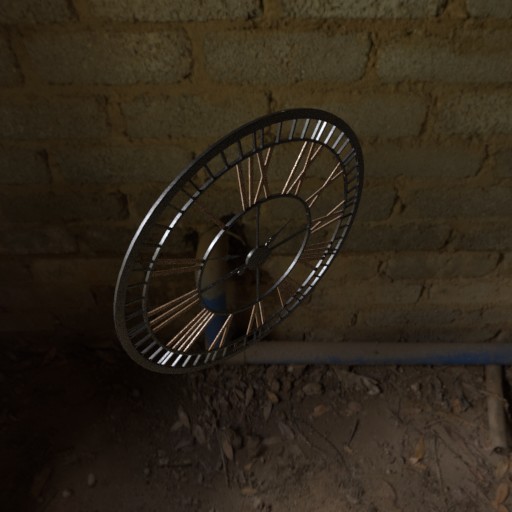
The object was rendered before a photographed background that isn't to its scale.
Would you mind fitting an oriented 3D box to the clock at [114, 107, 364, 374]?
[{"bbox_3d":[0.000,0.000,1.231,0.843,0.843,0.025,-31,54,-26],"label":"clock"}]
